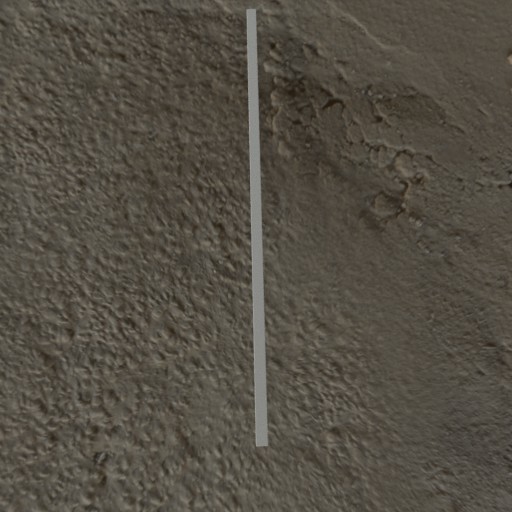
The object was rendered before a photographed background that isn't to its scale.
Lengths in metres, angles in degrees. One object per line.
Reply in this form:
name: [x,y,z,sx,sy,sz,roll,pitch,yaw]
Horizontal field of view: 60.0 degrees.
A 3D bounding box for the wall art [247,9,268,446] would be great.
wall art: [0.000,0.000,0.959,0.015,0.660,0.660,-1,76,0]
